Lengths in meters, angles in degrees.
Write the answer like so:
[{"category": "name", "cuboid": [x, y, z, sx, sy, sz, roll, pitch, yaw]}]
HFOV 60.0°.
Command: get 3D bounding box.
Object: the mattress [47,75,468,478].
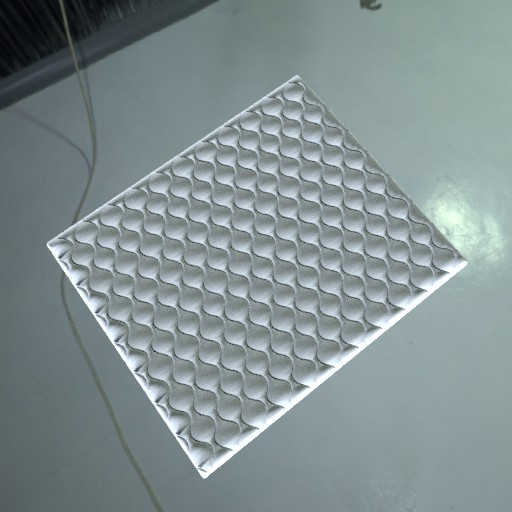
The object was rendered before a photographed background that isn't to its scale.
[{"category": "mattress", "cuboid": [0.000, 0.000, 2.654, 1.900, 0.200, 1.600, -36, 78, -9]}]
